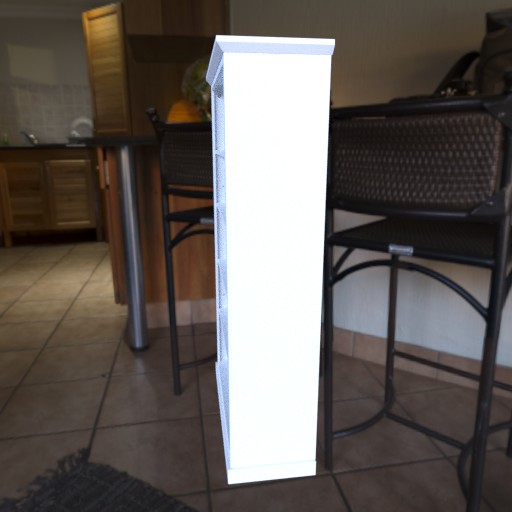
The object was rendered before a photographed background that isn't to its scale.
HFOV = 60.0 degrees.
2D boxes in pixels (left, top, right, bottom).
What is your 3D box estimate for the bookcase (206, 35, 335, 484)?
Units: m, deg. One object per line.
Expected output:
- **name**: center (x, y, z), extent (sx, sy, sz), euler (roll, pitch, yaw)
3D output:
- **bookcase**: center (0.000, 0.000, 2.319), extent (0.432, 1.880, 1.050), euler (-2, 15, -8)
